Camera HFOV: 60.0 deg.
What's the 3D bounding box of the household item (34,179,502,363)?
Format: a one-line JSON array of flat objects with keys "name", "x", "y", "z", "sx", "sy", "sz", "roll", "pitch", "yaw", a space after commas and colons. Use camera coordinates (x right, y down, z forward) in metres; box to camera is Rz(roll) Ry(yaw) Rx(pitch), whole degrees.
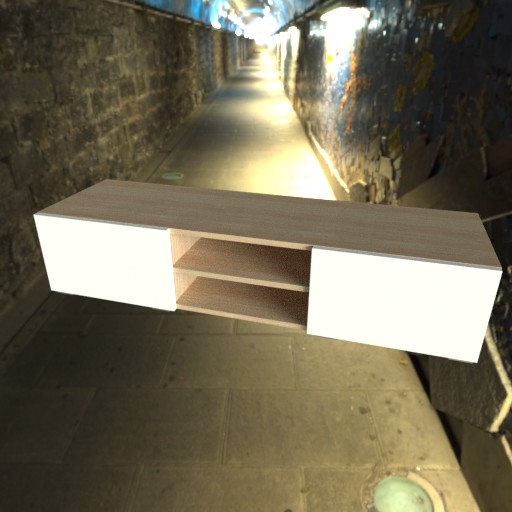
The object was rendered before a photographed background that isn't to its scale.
[{"name": "household item", "x": 0.000, "y": 0.000, "z": 1.525, "sx": 1.400, "sy": 0.310, "sz": 0.420, "roll": 7, "pitch": 27, "yaw": 15}]
